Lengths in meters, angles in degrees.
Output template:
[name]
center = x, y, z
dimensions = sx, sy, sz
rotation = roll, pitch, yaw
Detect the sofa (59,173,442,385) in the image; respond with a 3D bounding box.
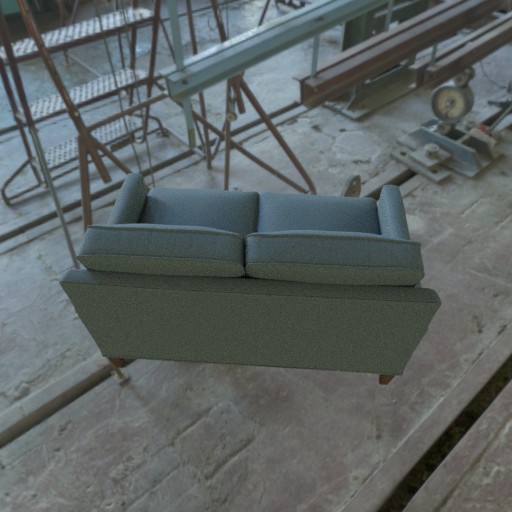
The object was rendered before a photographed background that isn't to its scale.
[sofa]
center = 0.000, 0.000, 2.338
dimensions = 1.597, 1.003, 1.084
rotation = 3, 47, 3
